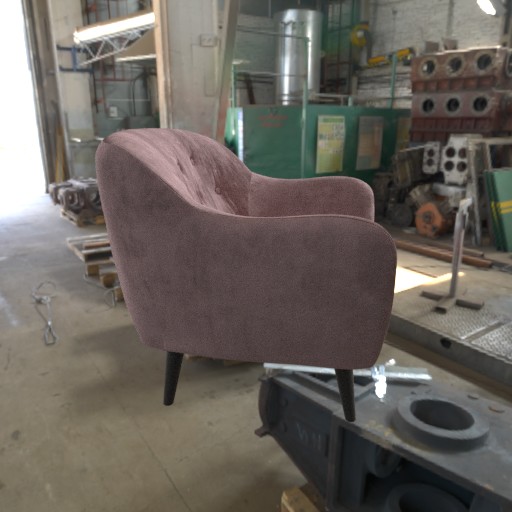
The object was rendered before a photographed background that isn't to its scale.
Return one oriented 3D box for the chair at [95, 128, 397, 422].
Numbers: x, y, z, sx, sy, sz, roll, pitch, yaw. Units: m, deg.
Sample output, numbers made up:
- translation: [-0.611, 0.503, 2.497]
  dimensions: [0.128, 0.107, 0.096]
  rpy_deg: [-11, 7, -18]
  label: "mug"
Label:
- translation: [0.000, 0.000, 1.485]
  dimensions: [0.820, 0.820, 0.840]
  rpy_deg: [3, 17, 10]
  label: "chair"
